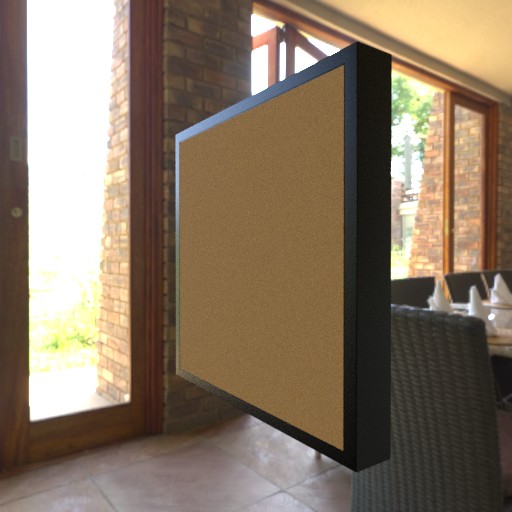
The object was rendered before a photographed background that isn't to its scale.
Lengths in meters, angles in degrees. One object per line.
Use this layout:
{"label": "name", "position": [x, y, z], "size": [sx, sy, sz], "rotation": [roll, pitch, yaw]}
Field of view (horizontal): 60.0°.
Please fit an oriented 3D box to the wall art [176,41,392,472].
{"label": "wall art", "position": [0.000, 0.000, 0.440], "size": [0.037, 0.299, 0.299], "rotation": [0, 1, -35]}
